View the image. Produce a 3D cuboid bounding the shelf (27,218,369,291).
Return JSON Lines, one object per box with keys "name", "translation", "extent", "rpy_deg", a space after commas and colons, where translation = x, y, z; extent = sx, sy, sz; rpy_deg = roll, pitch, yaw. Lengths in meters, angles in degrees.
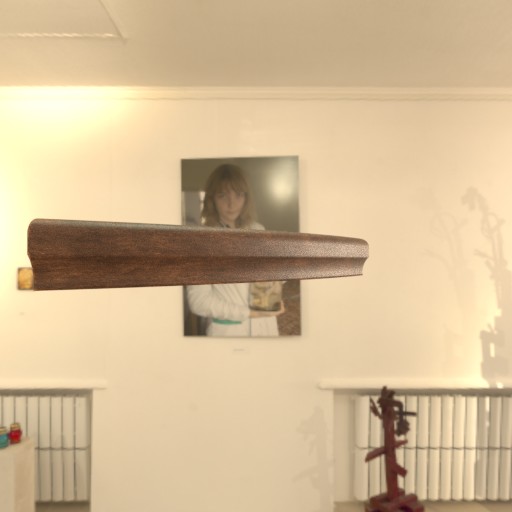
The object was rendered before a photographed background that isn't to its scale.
{"name": "shelf", "translation": [0.000, 0.000, 0.450], "extent": [0.310, 0.050, 0.310], "rpy_deg": [0, 0, 0]}
